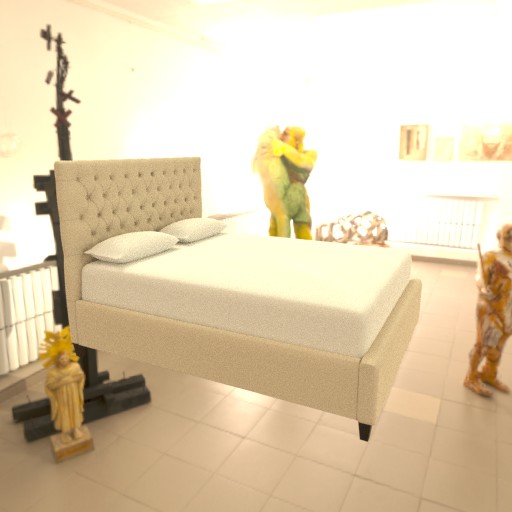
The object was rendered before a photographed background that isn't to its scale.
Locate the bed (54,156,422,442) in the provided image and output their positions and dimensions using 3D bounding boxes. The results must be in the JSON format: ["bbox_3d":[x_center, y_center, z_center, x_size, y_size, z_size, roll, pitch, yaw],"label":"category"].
[{"bbox_3d":[0.000,0.000,3.357,2.233,1.426,1.696,7,16,26],"label":"bed"}]
